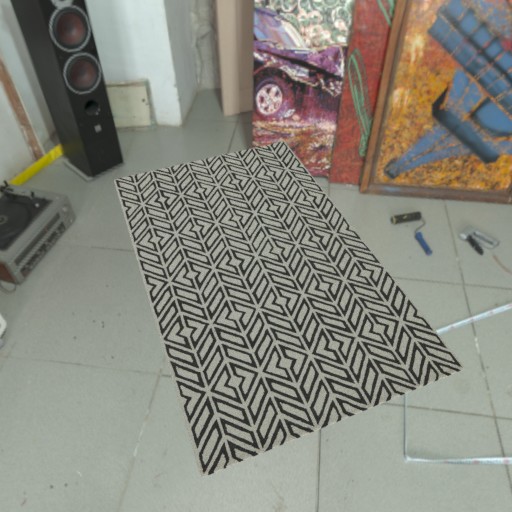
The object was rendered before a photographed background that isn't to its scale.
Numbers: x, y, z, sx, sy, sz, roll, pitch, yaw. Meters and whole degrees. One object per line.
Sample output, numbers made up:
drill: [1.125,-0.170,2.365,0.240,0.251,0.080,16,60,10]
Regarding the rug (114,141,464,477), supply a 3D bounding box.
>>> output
rug: [0.000,0.000,3.028,1.523,0.008,2.438,-16,49,-15]
